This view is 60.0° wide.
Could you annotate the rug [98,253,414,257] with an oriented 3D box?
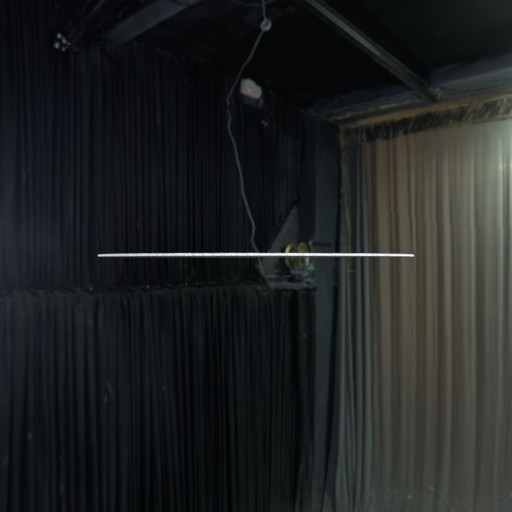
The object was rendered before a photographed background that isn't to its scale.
[{"bbox_3d":[0.000,0.000,2.380,1.598,0.010,1.598,0,0,0],"label":"rug"}]
